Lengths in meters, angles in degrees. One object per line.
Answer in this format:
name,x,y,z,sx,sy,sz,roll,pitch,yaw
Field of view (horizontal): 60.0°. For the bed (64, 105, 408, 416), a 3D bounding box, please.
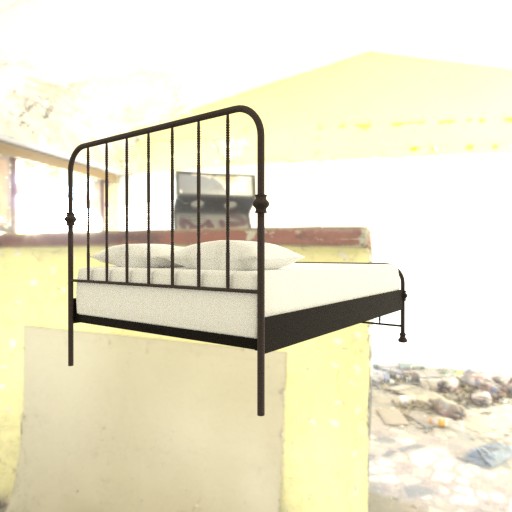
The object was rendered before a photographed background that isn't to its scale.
bed,0.000,0.000,3.315,1.616,1.446,2.134,0,0,36
